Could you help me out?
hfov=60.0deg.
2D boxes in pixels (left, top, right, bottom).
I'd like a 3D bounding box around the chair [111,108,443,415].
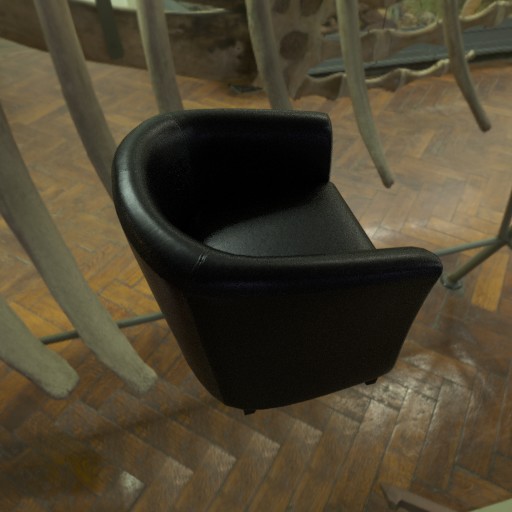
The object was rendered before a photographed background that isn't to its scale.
[{"bbox_3d":[0.000,0.000,1.392,0.727,0.756,0.793,-11,46,-10],"label":"chair"}]
